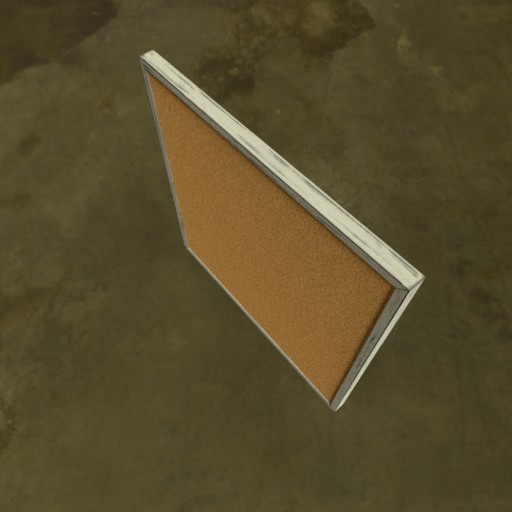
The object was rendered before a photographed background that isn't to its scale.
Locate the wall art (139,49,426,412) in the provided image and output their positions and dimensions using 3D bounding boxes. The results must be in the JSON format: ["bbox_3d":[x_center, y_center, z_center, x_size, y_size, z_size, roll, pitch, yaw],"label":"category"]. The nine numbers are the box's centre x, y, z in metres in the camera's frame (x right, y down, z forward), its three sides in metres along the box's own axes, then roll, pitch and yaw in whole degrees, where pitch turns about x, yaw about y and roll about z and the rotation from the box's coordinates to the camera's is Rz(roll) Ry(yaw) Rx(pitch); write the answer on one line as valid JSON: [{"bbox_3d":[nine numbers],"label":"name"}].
[{"bbox_3d":[0.000,0.000,1.146,0.037,0.761,0.761,-35,64,-20],"label":"wall art"}]
